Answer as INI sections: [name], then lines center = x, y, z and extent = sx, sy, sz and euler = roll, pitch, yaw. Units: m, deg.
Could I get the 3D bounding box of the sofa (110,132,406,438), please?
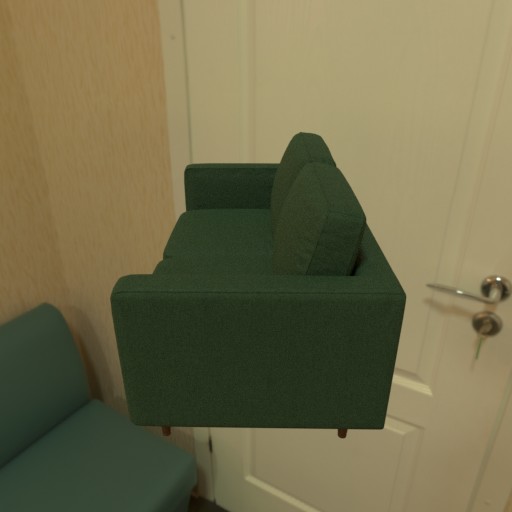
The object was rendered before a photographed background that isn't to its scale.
[sofa]
center = 0.000, 0.000, 1.992
extent = 0.879, 0.899, 1.430
euler = 0, 26, 1
